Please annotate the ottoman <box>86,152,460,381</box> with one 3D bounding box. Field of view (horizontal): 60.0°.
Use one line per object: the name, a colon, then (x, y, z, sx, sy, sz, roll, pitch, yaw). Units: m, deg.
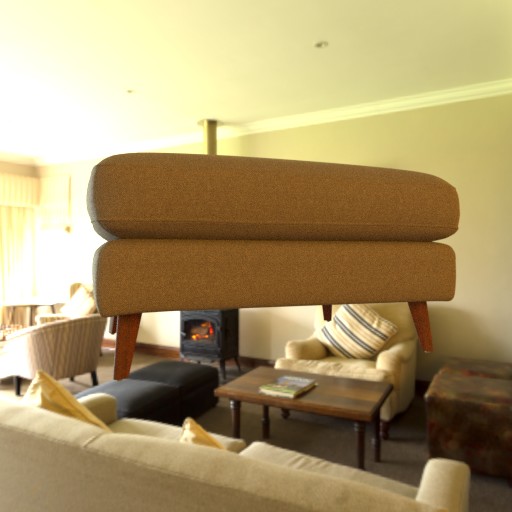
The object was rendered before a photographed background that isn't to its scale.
ottoman: (0.000, 0.000, 1.147, 0.811, 0.449, 0.608, 0, 1, -19)
